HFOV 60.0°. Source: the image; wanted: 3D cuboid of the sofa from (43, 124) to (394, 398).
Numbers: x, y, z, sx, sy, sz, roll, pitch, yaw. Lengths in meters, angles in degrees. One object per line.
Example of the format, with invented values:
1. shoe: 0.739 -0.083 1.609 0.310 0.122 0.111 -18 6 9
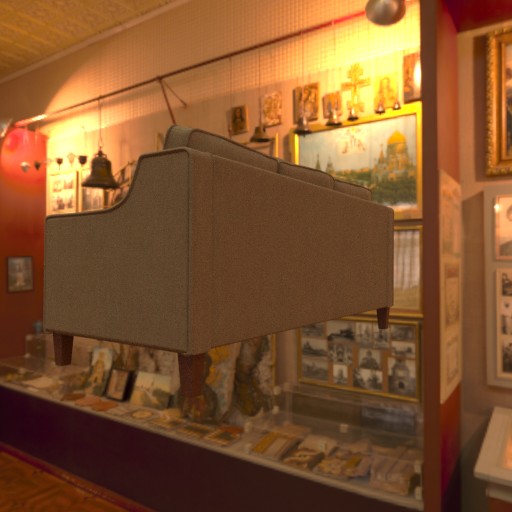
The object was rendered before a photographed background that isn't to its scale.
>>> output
1. sofa: 0.000 0.000 2.495 0.911 0.974 1.986 -1 -1 36
